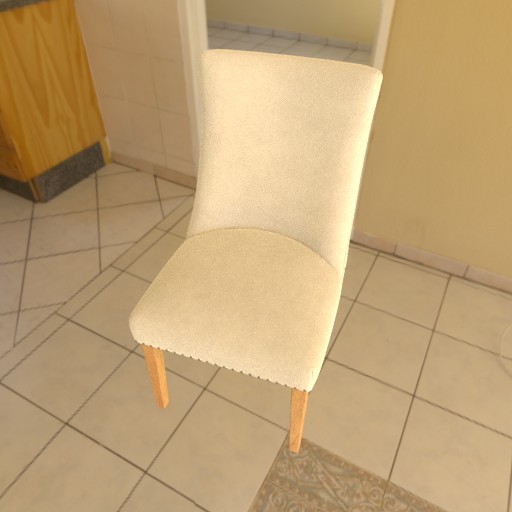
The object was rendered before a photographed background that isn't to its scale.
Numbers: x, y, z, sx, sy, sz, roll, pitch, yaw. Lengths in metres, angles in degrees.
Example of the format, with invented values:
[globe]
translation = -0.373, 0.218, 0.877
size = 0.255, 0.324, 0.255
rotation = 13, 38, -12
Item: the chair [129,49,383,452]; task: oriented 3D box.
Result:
[chair]
translation = 0.000, 0.000, 1.228
size = 0.495, 0.902, 0.610
rotation = 13, 43, 14
